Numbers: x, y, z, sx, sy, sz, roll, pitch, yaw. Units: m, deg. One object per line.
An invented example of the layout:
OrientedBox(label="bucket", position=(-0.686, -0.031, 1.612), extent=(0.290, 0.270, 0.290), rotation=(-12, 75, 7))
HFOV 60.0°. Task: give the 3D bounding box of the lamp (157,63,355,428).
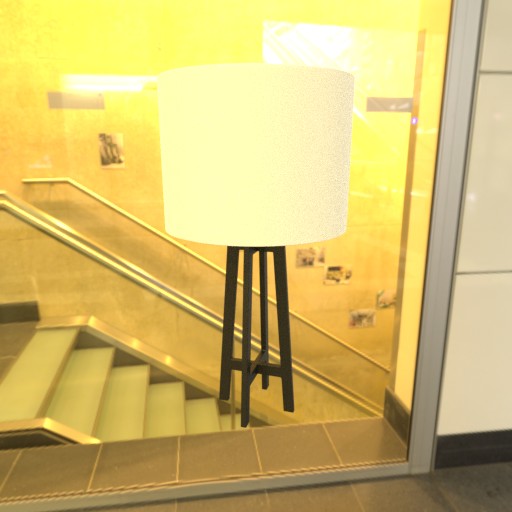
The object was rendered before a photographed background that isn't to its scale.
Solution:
OrientedBox(label="lamp", position=(0.000, 0.000, 0.647), extent=(0.257, 0.489, 0.257), rotation=(-7, 16, -27))
